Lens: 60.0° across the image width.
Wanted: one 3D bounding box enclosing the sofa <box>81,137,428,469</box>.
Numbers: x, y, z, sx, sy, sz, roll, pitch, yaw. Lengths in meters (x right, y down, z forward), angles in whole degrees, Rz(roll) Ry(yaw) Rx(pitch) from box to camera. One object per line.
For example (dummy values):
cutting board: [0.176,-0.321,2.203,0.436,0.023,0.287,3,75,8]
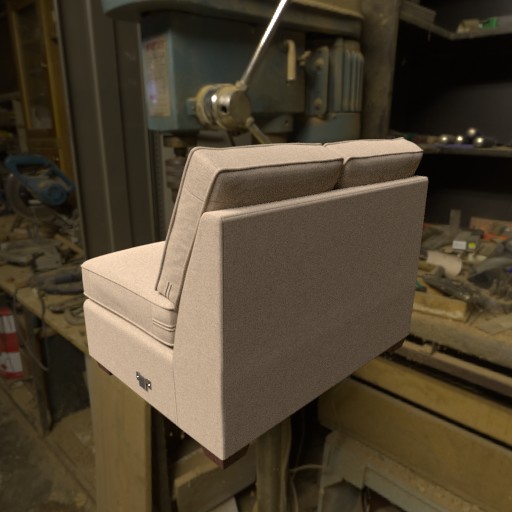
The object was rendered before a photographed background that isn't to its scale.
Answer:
sofa: [0.000,0.000,1.965,1.237,1.008,0.951,-16,23,-42]
